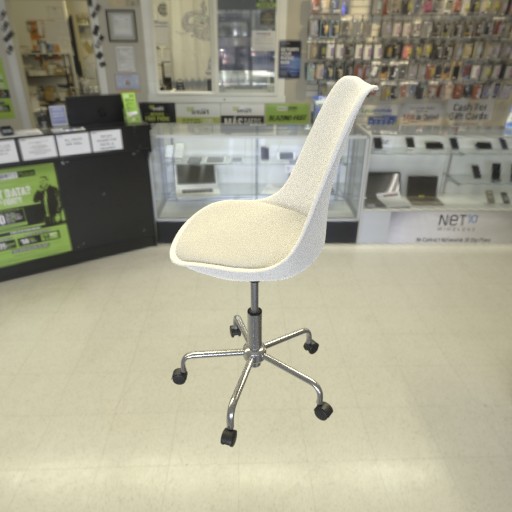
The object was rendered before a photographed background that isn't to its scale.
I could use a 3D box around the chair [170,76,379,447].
[{"bbox_3d":[0.000,0.000,1.256,0.550,0.930,0.550,0,27,0],"label":"chair"}]
